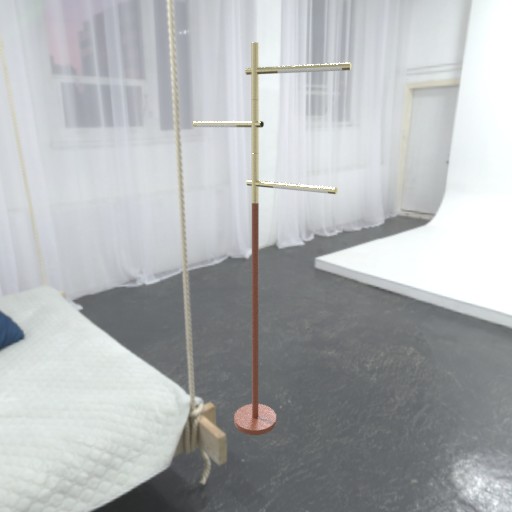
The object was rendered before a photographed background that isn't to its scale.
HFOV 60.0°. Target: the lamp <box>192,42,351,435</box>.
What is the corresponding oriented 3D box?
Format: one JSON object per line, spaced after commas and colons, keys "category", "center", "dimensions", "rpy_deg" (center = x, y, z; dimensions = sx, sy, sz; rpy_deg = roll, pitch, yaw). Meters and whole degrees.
{"category": "lamp", "center": [0.000, 0.000, 1.943], "dimensions": [0.737, 1.704, 0.209], "rpy_deg": [9, 19, 27]}
